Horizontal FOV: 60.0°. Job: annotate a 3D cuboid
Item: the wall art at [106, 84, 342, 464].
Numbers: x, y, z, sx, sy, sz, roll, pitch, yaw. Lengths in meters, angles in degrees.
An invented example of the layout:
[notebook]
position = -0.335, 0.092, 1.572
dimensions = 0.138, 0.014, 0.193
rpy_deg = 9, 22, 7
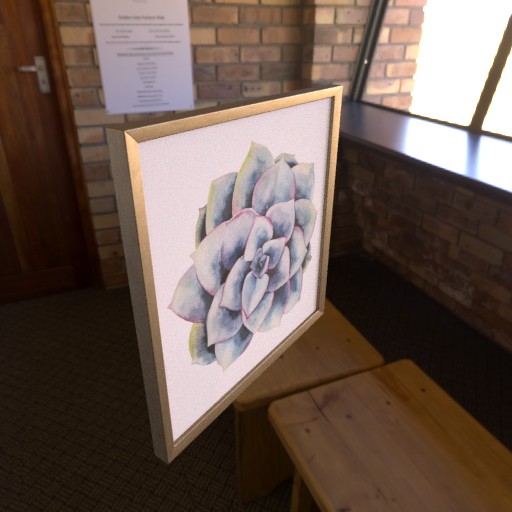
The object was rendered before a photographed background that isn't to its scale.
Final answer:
[wall art]
position = 0.000, 0.000, 0.757
dimensions = 0.030, 0.506, 0.503
rpy_deg = 18, 32, 31
